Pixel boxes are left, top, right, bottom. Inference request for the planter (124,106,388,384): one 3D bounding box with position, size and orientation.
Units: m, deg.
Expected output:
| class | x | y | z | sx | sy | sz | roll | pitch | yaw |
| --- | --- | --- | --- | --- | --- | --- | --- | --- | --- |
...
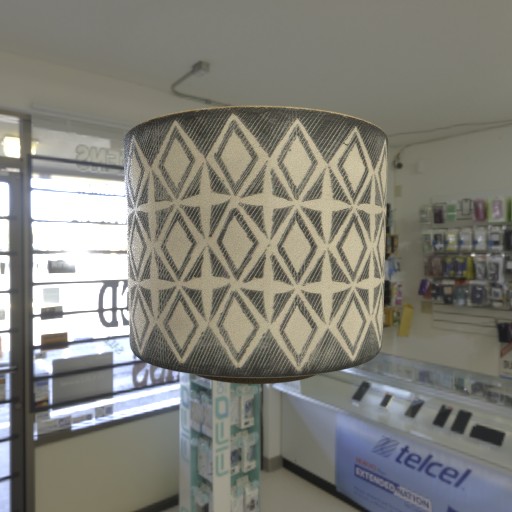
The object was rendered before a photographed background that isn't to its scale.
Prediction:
| class | x | y | z | sx | sy | sz | roll | pitch | yaw |
| --- | --- | --- | --- | --- | --- | --- | --- | --- | --- |
| planter | 0.000 | 0.000 | 0.337 | 0.192 | 0.165 | 0.192 | 0 | 0 | 0 |
